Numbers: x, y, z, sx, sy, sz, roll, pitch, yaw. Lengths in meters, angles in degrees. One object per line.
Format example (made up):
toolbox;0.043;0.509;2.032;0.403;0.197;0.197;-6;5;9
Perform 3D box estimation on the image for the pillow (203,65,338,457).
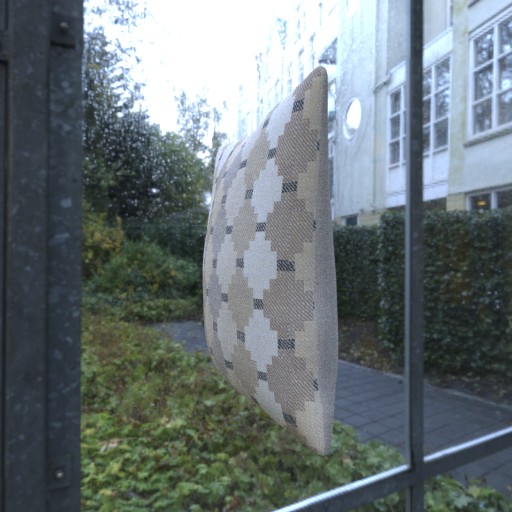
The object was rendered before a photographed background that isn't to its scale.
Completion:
pillow;0.000;0.000;0.878;0.192;0.558;0.578;0;0;-19
